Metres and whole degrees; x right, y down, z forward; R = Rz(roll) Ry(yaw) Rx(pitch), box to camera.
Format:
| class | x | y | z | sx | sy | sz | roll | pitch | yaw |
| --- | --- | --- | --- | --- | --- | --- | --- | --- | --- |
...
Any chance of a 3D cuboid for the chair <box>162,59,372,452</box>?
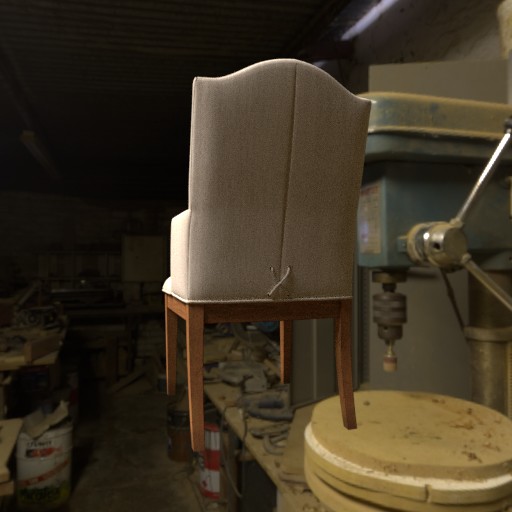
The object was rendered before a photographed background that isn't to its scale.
| class | x | y | z | sx | sy | sz | roll | pitch | yaw |
| --- | --- | --- | --- | --- | --- | --- | --- | --- | --- |
| chair | 0.000 | 0.000 | 1.429 | 0.533 | 1.016 | 0.641 | 0 | 0 | -19 |
